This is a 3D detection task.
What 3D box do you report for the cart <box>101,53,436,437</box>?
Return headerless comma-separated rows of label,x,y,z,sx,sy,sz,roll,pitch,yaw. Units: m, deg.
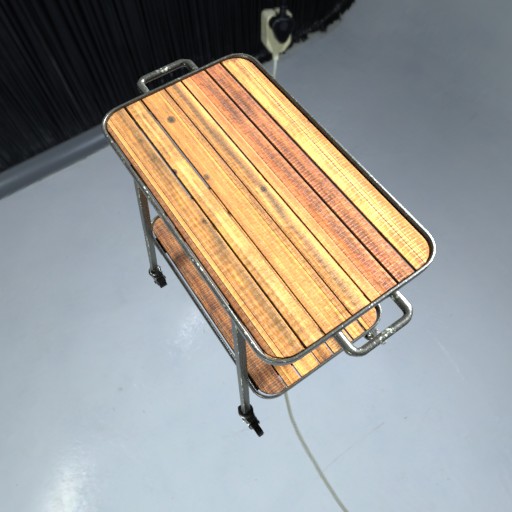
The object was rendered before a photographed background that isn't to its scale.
cart,0.000,0.000,1.223,0.515,0.700,0.806,-32,67,-15
